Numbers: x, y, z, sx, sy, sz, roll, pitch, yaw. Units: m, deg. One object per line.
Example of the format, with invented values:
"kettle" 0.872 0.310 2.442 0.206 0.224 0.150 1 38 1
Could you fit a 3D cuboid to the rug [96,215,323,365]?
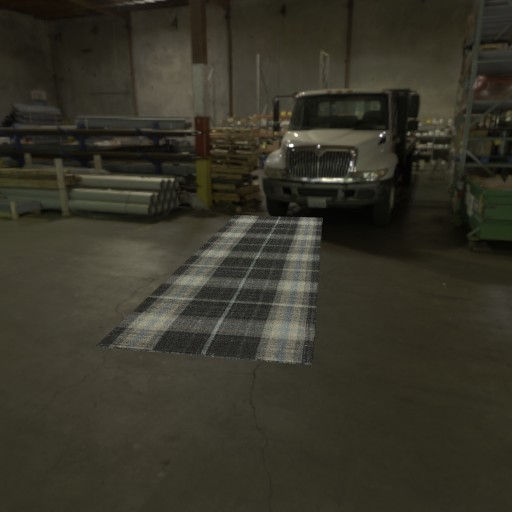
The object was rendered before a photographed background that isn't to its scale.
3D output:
"rug" 0.000 0.000 2.643 0.760 0.012 2.434 3 16 9
